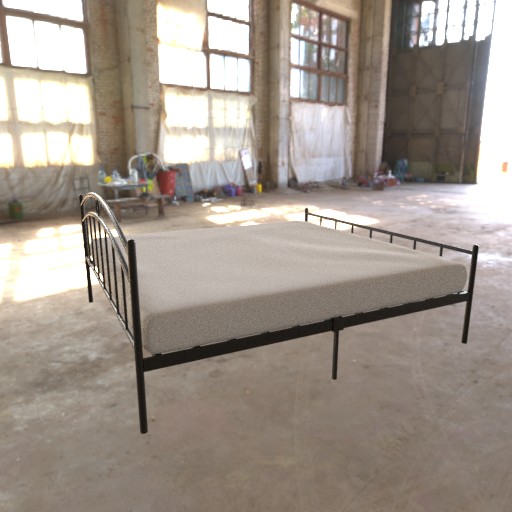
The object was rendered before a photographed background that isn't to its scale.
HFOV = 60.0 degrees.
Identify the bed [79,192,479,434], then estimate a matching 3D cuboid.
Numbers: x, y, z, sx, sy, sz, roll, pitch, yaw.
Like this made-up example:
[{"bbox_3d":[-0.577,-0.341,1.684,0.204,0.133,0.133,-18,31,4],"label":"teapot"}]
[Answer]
[{"bbox_3d":[0.000,0.000,3.045,2.040,0.940,1.880,-7,15,-26],"label":"bed"}]
